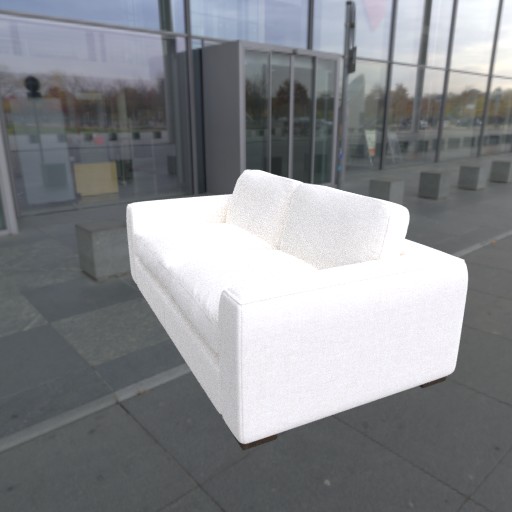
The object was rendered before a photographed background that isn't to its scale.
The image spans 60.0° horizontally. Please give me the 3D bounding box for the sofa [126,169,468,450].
[{"bbox_3d":[0.000,0.000,2.456,1.069,0.801,1.920,-8,19,-25],"label":"sofa"}]
